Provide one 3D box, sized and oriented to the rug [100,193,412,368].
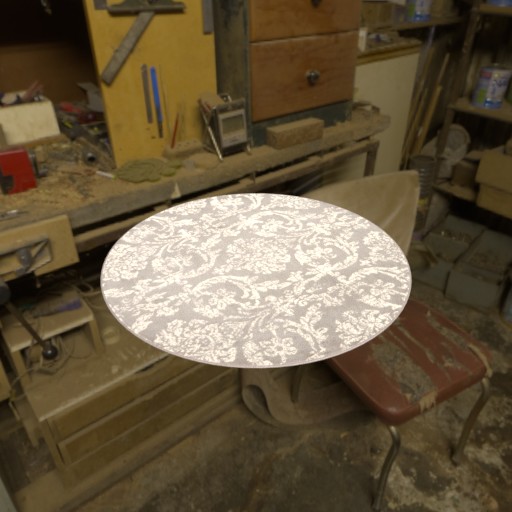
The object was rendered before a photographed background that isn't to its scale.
[{"bbox_3d":[0.000,0.000,2.367,1.593,0.012,1.593,0,32,0],"label":"rug"}]
